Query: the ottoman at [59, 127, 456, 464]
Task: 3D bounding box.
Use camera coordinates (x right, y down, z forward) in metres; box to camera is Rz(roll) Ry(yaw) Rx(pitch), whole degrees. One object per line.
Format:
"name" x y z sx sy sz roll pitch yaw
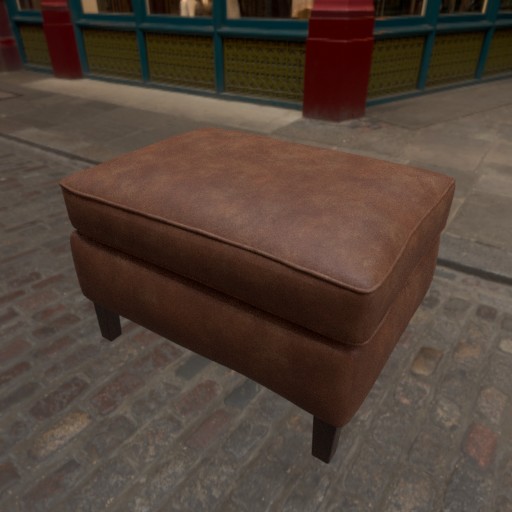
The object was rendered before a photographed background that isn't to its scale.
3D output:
"ottoman" 0.000 0.000 0.953 0.665 0.418 0.501 19 37 28
